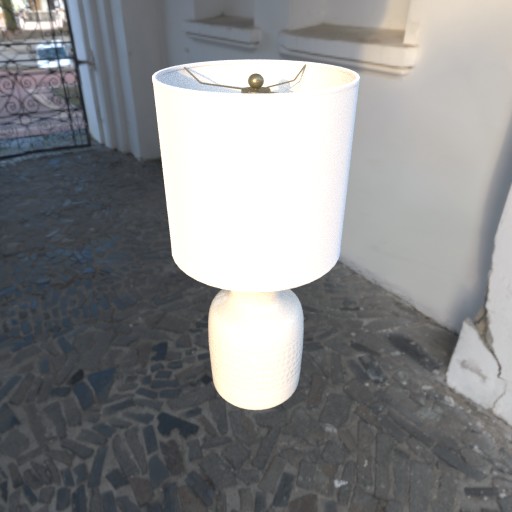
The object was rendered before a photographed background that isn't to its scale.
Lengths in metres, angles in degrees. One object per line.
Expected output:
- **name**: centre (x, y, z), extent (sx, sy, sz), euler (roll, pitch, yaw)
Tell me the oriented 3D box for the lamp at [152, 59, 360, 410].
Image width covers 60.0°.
- **lamp**: centre (0.000, 0.000, 0.509), extent (0.188, 0.392, 0.188), euler (-8, 32, -13)
